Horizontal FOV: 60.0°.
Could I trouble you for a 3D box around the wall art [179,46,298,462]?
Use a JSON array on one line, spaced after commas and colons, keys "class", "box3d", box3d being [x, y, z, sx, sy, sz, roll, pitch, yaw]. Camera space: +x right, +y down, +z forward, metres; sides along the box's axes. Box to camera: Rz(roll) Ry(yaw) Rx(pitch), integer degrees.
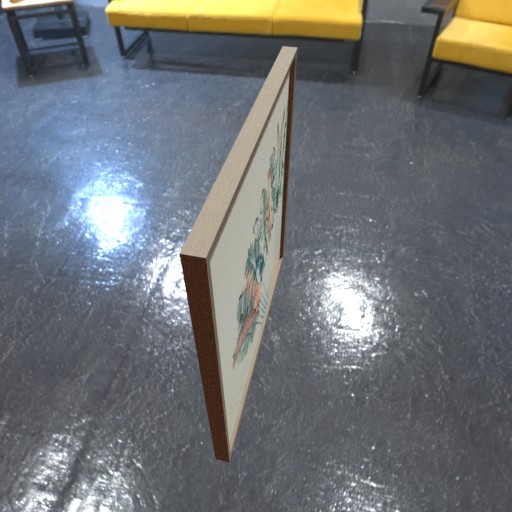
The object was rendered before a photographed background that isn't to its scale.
[{"class": "wall art", "box3d": [0.000, 0.000, 1.135, 0.038, 0.758, 0.761, 9, 46, 9]}]
